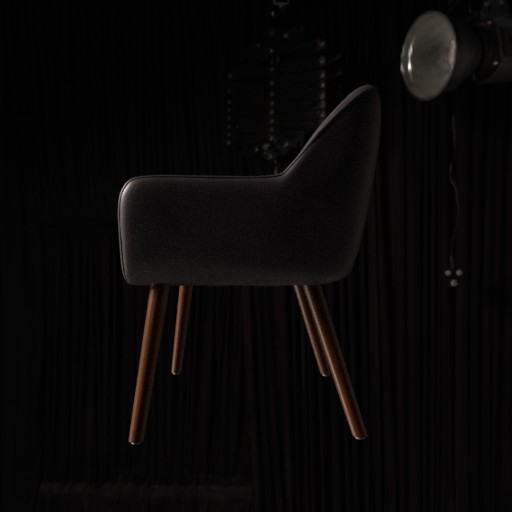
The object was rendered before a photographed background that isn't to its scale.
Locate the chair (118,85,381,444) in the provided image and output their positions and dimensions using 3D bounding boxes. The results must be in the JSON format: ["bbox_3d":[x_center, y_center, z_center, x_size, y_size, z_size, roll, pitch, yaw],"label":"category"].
[{"bbox_3d":[0.000,0.000,1.254,0.610,0.828,0.610,0,2,0],"label":"chair"}]
